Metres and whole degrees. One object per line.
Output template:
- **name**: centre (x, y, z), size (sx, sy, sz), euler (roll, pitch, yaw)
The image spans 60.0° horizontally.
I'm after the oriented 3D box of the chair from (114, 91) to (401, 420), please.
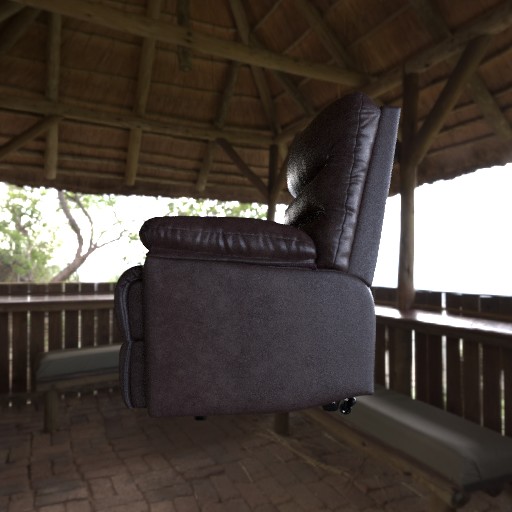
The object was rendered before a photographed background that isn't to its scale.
- **chair**: centre (0.000, 0.000, 1.721), size (0.879, 1.041, 0.940), euler (0, -1, -1)
